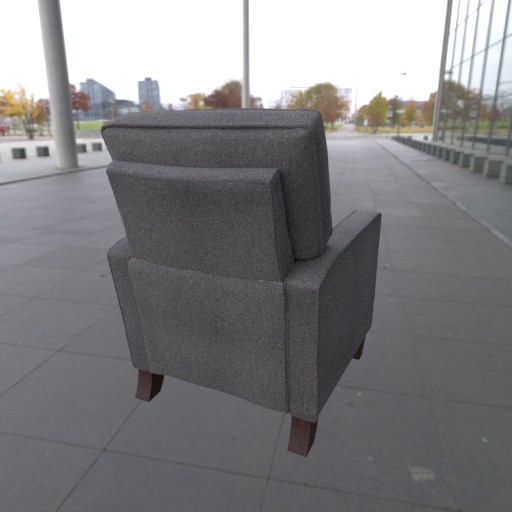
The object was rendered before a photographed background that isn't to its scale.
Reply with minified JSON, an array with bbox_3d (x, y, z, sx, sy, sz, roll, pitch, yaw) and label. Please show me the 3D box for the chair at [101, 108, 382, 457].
[{"bbox_3d":[0.000,0.000,1.427,0.650,0.889,0.775,8,18,26],"label":"chair"}]
